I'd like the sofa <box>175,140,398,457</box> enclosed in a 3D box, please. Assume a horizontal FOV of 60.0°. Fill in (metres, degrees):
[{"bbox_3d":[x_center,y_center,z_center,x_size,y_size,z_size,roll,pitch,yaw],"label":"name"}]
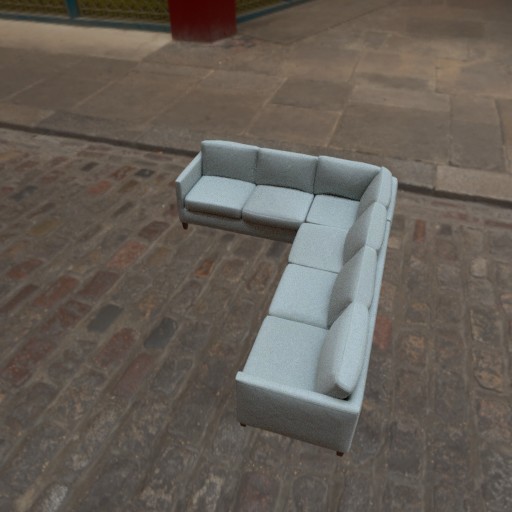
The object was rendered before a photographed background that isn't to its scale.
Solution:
[{"bbox_3d":[0.000,0.000,4.626,2.592,0.947,3.301,12,42,14],"label":"sofa"}]
